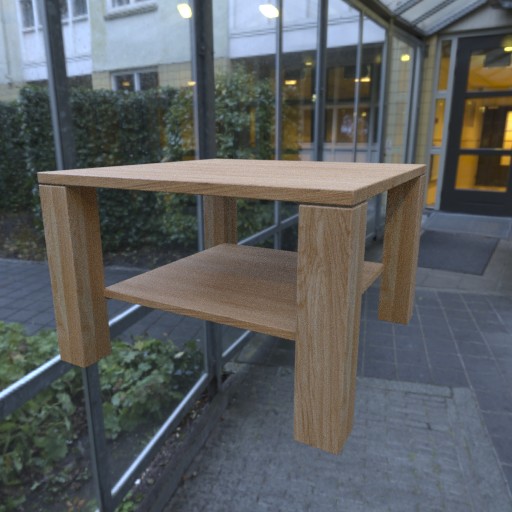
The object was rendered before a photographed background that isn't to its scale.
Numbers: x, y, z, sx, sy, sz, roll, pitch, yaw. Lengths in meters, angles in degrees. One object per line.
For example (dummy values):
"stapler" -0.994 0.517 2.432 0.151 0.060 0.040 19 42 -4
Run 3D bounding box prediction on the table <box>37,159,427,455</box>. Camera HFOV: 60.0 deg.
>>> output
"table" 0.000 0.000 1.152 0.700 0.450 0.700 8 17 27
